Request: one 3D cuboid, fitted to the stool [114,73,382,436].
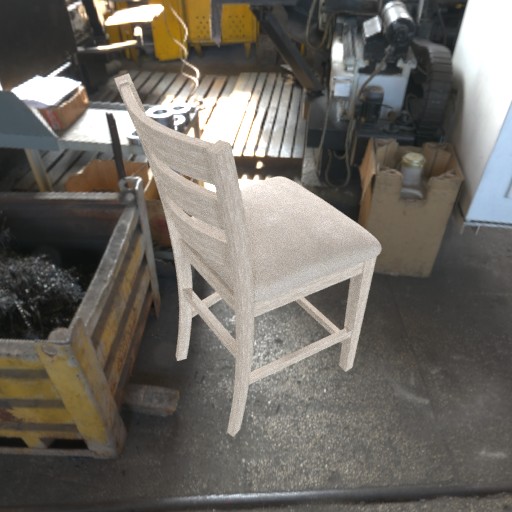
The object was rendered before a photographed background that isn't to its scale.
[{"bbox_3d":[0.000,0.000,1.322,0.569,1.032,0.484,-25,47,-26],"label":"stool"}]
